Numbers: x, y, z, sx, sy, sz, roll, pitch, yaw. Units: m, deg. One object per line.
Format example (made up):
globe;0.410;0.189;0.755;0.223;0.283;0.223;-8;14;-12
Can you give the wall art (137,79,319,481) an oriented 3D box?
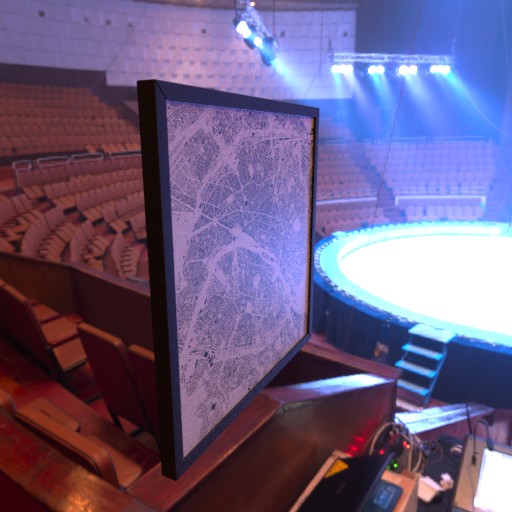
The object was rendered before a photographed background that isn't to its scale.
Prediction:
wall art;0.000;0.000;1.134;0.037;0.763;0.763;8;17;27
